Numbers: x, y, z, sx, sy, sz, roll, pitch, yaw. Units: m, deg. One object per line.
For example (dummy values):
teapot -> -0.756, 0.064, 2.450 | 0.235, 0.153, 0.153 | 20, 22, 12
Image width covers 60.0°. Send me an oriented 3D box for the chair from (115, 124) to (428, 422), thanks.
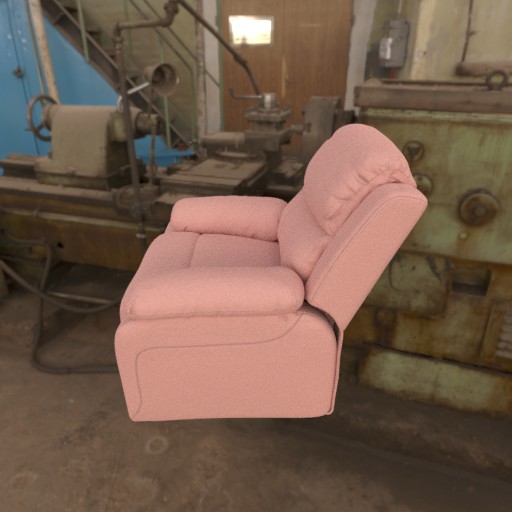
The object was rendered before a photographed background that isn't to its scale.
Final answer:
chair -> 0.000, 0.000, 1.264 | 0.709, 0.702, 0.680 | 0, 26, 0
